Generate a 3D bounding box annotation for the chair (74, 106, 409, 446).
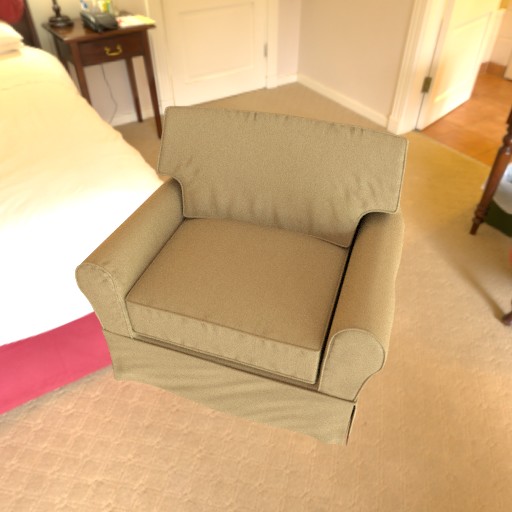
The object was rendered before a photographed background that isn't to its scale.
[{"bbox_3d":[0.000,0.000,1.779,1.096,0.937,0.903,12,42,14],"label":"chair"}]
